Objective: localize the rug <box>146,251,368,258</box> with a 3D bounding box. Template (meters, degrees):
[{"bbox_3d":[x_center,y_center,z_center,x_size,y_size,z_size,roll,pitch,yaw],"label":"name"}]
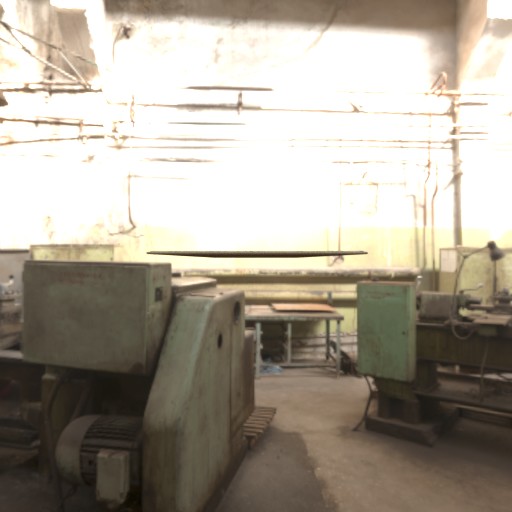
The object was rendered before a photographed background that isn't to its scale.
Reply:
[{"bbox_3d":[0.000,0.000,2.414,0.662,0.011,2.196,0,-1,0],"label":"rug"}]
